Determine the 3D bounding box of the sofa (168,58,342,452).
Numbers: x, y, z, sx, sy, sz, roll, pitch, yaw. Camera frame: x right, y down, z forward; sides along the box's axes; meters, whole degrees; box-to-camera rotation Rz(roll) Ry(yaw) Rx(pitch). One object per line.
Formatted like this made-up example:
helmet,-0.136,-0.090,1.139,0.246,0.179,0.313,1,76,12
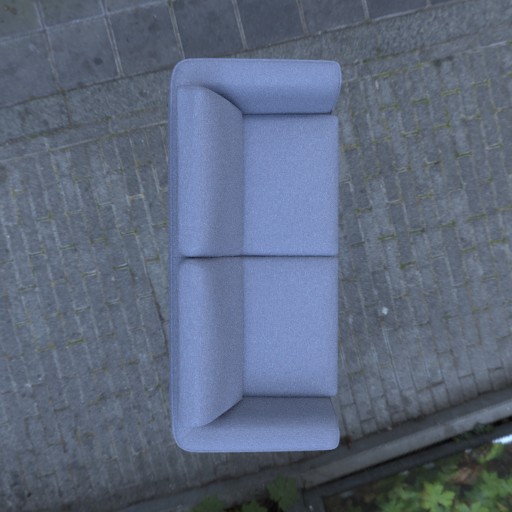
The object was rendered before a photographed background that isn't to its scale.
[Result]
sofa,0.000,0.000,2.481,0.920,0.870,2.000,0,91,0
